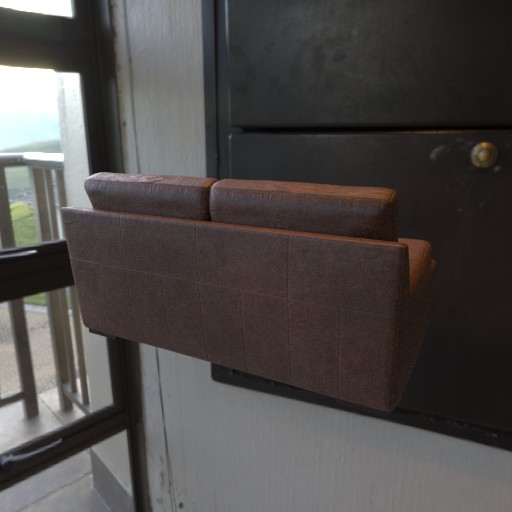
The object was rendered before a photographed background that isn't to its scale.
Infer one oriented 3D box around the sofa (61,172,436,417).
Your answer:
[{"bbox_3d":[0.000,0.000,2.525,1.880,0.939,1.143,8,17,27],"label":"sofa"}]
